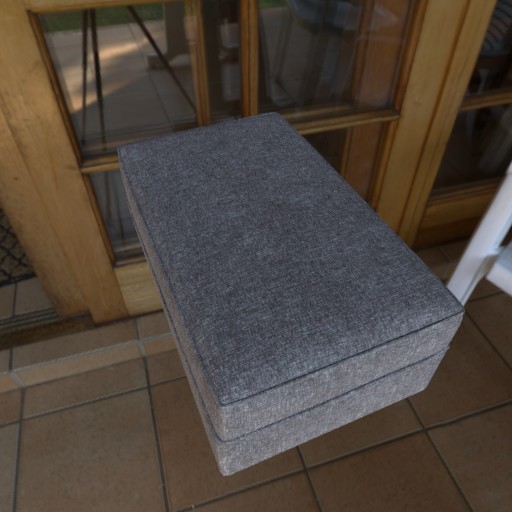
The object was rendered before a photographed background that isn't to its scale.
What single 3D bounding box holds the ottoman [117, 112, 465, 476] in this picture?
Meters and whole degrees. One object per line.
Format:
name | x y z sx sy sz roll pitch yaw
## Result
ottoman | 0.000 0.000 1.552 0.717 0.487 1.184 -17 48 -16
